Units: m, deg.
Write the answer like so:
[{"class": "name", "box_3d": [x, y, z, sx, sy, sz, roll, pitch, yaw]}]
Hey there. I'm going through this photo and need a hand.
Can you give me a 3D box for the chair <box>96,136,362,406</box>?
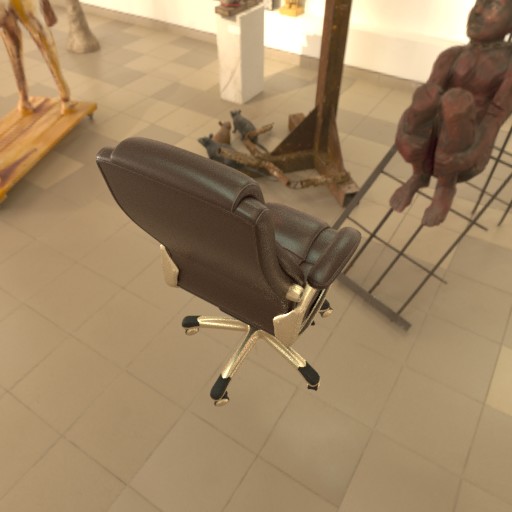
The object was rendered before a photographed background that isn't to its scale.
[{"class": "chair", "box_3d": [0.000, 0.000, 1.638, 0.692, 1.194, 0.749, 24, 50, 22]}]
